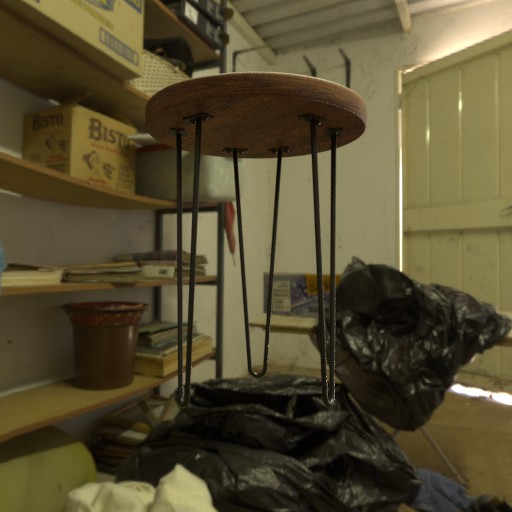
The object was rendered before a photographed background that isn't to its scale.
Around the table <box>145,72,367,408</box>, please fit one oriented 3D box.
[{"bbox_3d":[0.000,0.000,0.823,0.400,0.520,0.400,0,0,0],"label":"table"}]
